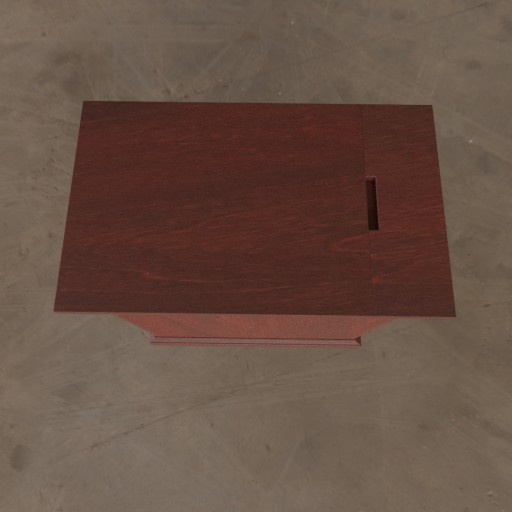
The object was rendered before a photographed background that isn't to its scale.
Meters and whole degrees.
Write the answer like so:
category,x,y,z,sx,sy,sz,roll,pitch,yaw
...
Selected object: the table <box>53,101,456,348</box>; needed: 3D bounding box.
category,x,y,z,sx,sy,sz,roll,pitch,yaw
table,0.000,0.000,0.985,0.584,0.612,0.356,1,74,0
